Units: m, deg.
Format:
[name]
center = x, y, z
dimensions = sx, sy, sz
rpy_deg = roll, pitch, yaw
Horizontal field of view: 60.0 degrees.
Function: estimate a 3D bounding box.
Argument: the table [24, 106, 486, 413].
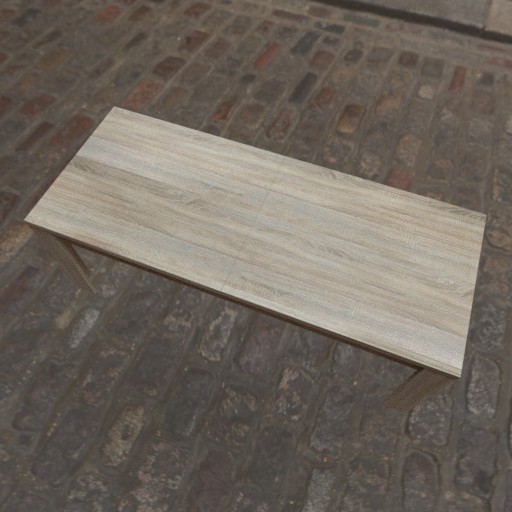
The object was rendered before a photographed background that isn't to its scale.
[table]
center = 0.000, 0.000, 2.618
dimensions = 2.200, 0.790, 0.900
rpy_deg = 19, 62, 11
